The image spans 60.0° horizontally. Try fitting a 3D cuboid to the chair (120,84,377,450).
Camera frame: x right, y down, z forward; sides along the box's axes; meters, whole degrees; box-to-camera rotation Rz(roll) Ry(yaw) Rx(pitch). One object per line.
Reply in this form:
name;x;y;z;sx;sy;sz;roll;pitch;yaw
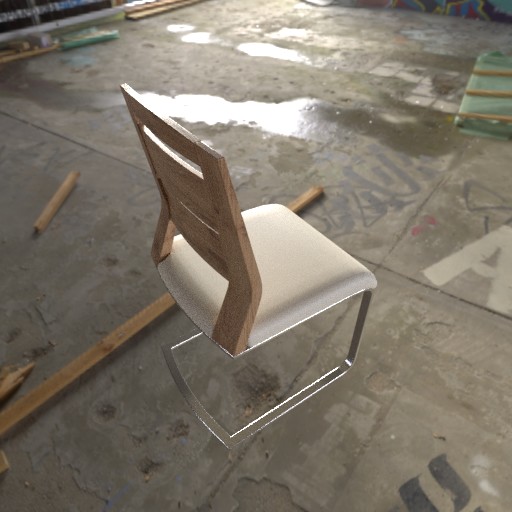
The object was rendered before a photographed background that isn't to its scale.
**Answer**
chair;0.000;0.000;1.243;0.561;0.955;0.457;-24;46;-26
